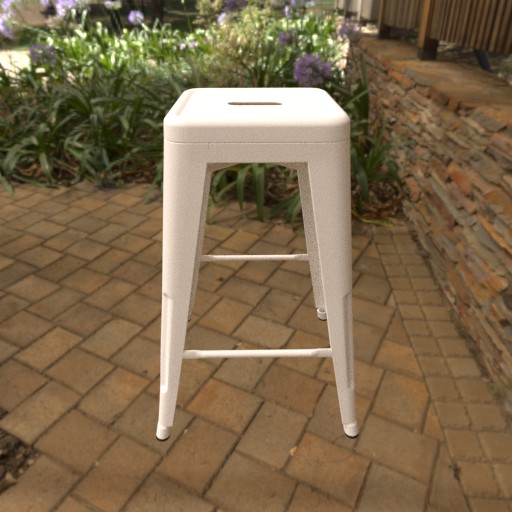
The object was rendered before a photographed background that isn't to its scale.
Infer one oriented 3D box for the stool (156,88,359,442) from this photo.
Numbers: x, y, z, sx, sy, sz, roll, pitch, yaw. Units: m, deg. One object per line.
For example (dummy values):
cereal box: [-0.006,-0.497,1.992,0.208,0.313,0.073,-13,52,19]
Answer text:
stool: [0.000,0.000,0.905,0.406,0.610,0.406,-1,29,-1]
